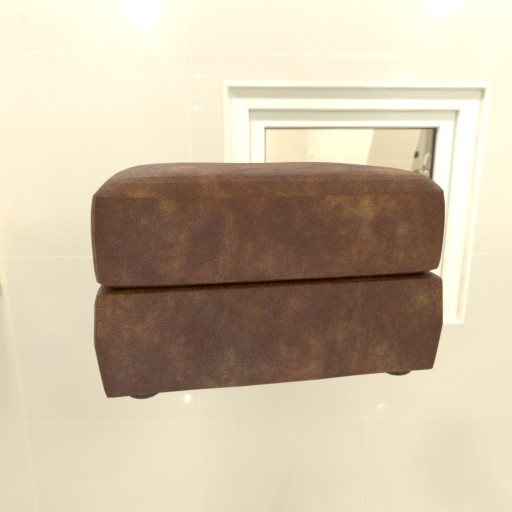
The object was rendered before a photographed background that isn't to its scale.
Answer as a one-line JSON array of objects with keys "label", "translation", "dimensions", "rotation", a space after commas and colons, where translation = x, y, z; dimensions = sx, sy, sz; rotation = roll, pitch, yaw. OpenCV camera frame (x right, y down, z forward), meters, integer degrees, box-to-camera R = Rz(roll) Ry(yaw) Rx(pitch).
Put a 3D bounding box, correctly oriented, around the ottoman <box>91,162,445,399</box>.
[{"label": "ottoman", "translation": [0.000, 0.000, 1.161], "dimensions": [0.751, 0.476, 0.603], "rotation": [-2, 14, -10]}]
